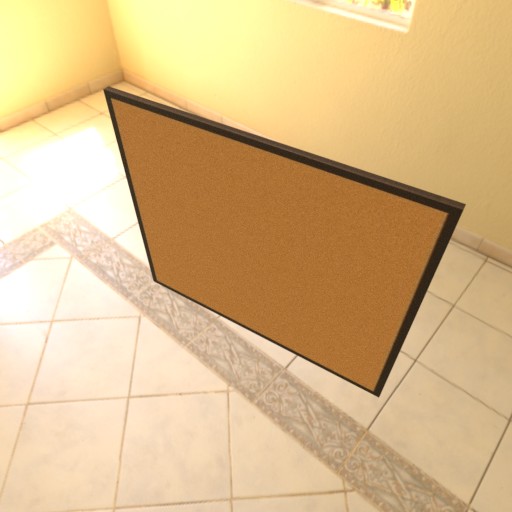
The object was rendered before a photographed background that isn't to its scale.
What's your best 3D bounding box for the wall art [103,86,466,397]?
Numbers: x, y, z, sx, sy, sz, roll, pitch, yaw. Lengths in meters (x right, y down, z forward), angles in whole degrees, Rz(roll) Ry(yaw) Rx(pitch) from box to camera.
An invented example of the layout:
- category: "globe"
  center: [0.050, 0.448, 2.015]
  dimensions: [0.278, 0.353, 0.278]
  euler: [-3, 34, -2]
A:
- category: "wall art"
  center: [0.000, 0.000, 1.440]
  dimensions: [1.033, 0.875, 0.023]
  euler: [24, 51, 21]
